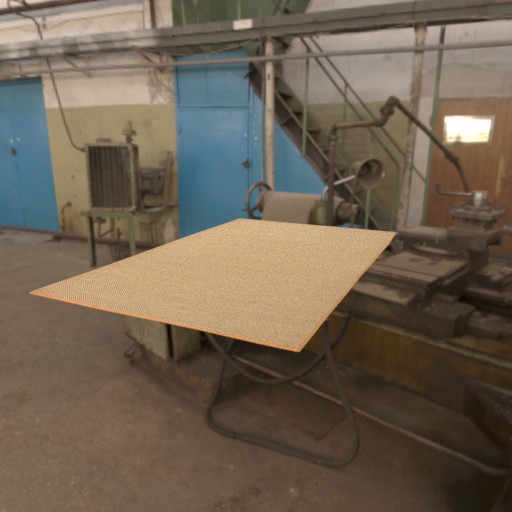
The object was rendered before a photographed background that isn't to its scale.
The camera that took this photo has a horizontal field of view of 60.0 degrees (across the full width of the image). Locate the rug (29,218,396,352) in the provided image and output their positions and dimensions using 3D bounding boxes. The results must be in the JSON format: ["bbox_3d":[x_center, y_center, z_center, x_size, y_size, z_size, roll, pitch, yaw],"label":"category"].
[{"bbox_3d":[0.000,0.000,2.148,1.078,0.013,1.678,7,17,25],"label":"rug"}]
